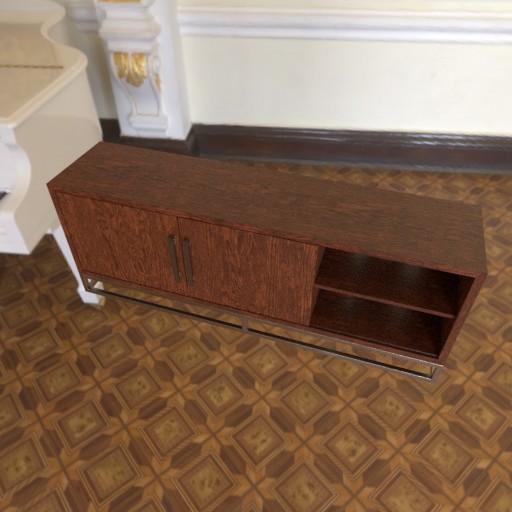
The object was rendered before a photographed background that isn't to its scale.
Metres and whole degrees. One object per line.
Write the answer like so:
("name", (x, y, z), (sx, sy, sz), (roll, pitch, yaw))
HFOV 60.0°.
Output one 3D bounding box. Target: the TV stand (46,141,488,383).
("TV stand", (0.000, 0.000, 1.787), (1.541, 0.578, 0.382), (12, 43, 14))
